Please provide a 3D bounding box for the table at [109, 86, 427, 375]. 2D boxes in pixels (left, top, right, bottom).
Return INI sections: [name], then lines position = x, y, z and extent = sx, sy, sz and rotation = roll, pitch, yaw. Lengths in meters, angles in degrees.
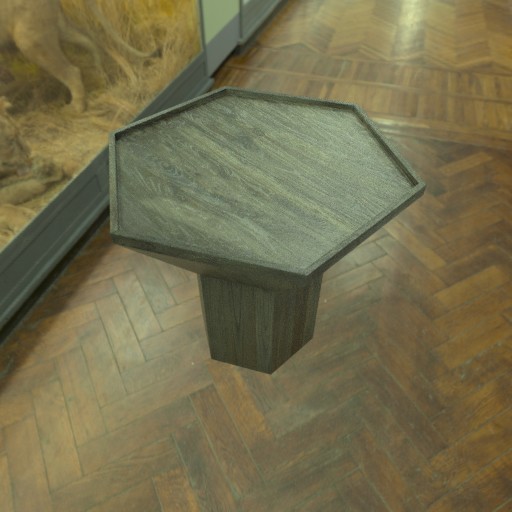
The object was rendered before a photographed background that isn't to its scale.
[table]
position = 0.000, 0.000, 1.127
extent = 0.592, 0.586, 0.683
rotation = -10, 46, -9
